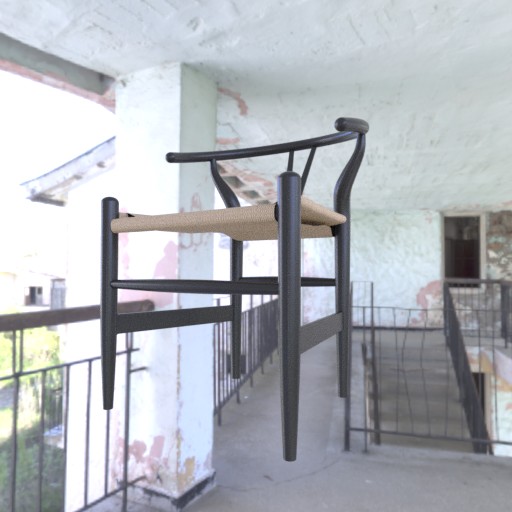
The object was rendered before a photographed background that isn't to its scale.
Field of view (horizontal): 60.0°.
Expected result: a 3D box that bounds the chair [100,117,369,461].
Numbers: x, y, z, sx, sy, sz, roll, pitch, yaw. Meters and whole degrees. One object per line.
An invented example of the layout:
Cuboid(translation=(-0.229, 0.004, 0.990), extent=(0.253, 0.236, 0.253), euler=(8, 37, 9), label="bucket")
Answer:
Cuboid(translation=(0.000, 0.000, 1.154), extent=(0.570, 0.739, 0.570), euler=(-1, -2, 34), label="chair")
